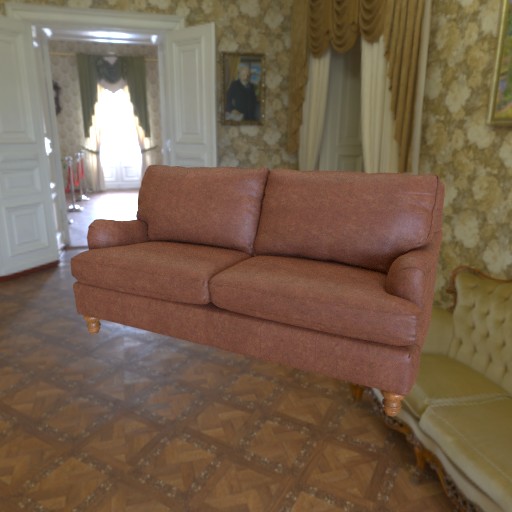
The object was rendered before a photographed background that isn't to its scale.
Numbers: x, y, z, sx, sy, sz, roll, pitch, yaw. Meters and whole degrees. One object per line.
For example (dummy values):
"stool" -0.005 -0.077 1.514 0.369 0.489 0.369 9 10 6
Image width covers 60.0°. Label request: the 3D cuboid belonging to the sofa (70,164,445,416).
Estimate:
"sofa" 0.000 0.000 2.804 2.144 1.071 1.147 8 17 26
